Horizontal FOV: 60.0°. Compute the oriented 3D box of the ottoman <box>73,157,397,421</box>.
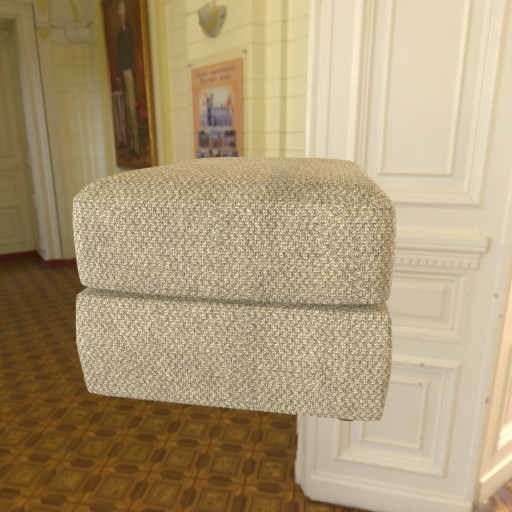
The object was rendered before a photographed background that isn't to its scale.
[{"bbox_3d":[0.000,0.000,1.138,0.603,0.476,0.751,3,16,9],"label":"ottoman"}]
